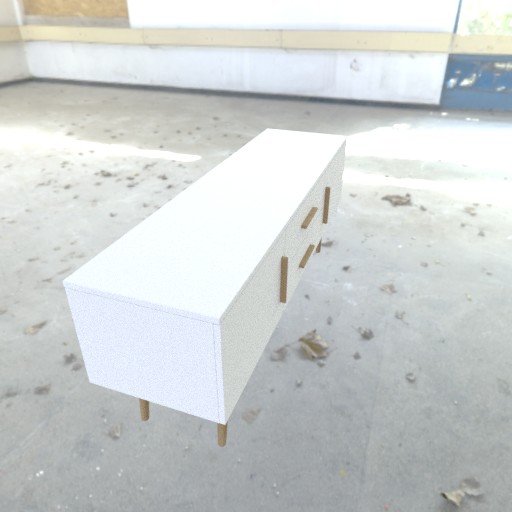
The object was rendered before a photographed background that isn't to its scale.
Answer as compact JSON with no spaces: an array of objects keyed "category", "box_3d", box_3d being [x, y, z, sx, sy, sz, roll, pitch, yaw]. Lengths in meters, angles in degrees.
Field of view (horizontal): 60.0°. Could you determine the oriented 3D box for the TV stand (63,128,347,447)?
[{"category":"TV stand","box_3d":[0.000,0.000,1.631,0.401,0.560,1.398,11,32,17]}]
